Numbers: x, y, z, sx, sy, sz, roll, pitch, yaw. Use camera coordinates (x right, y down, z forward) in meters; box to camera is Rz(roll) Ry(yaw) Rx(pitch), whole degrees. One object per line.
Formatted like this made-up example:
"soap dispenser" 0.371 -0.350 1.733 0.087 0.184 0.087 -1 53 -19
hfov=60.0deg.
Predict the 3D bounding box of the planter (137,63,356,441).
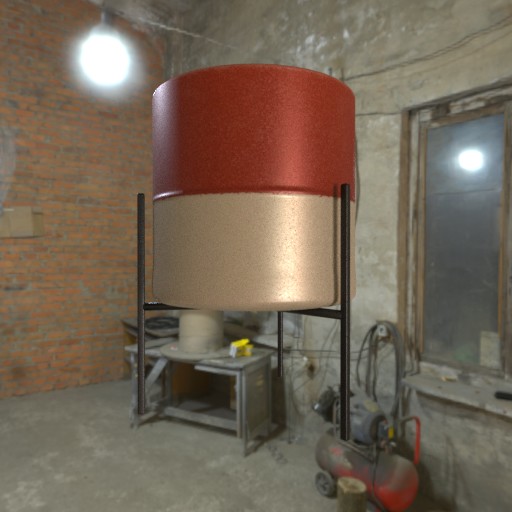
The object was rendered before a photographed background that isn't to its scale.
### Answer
"planter" 0.000 0.000 0.528 0.235 0.354 0.251 0 0 18
